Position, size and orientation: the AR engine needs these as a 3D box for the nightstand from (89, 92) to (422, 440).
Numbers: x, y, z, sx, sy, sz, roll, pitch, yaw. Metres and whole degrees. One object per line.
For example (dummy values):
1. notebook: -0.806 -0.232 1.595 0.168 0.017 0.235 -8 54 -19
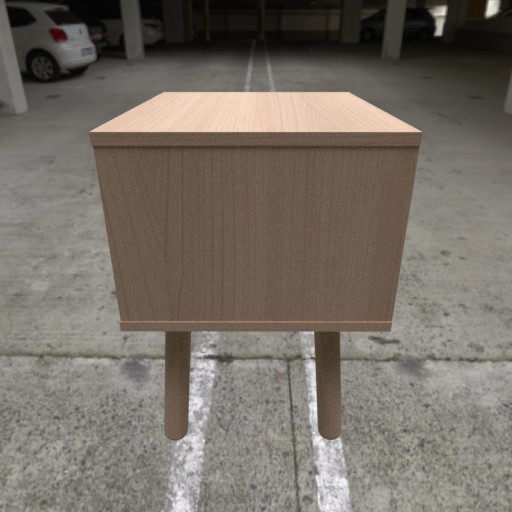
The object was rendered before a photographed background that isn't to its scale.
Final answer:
1. nightstand: 0.000 0.000 0.822 0.380 0.530 0.450 0 26 0
